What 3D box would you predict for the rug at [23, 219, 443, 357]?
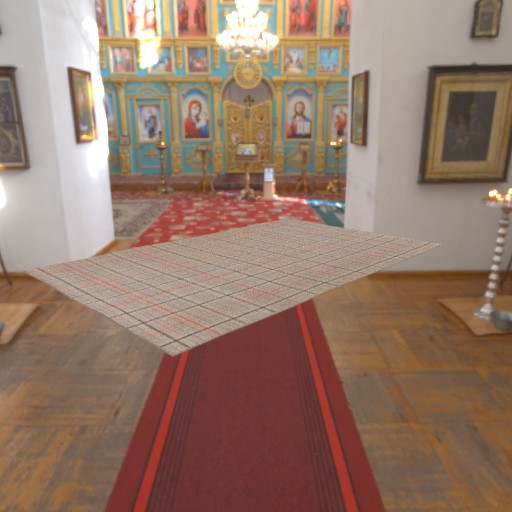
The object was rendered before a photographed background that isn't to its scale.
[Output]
[{"bbox_3d":[0.000,0.000,2.983,1.524,0.015,2.439,14,21,42],"label":"rug"}]
